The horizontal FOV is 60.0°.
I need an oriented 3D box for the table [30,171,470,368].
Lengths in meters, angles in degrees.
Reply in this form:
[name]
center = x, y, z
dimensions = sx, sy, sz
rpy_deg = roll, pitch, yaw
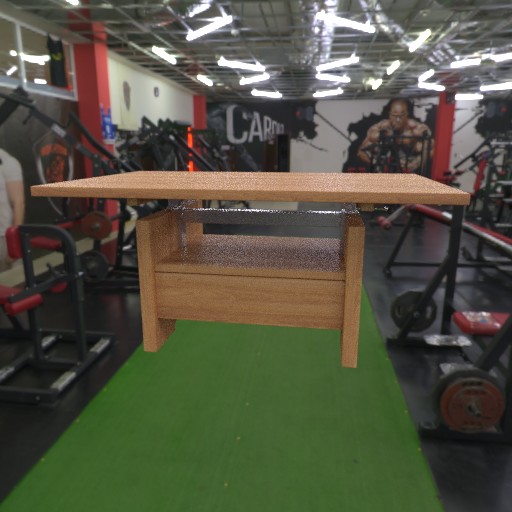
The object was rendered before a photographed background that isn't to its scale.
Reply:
[table]
center = 0.000, 0.000, 1.487
dimensions = 1.100, 0.510, 0.700
rpy_deg = 2, 14, 9
